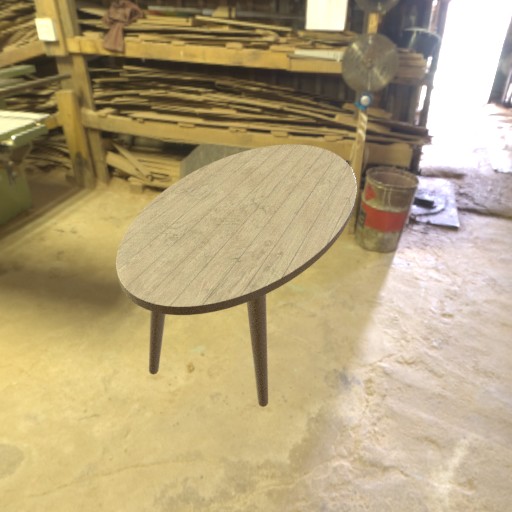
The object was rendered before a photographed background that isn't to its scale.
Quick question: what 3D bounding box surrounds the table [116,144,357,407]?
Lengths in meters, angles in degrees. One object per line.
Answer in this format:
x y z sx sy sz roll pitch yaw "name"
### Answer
0.000 0.000 1.361 0.542 0.390 1.083 11 32 17 "table"
